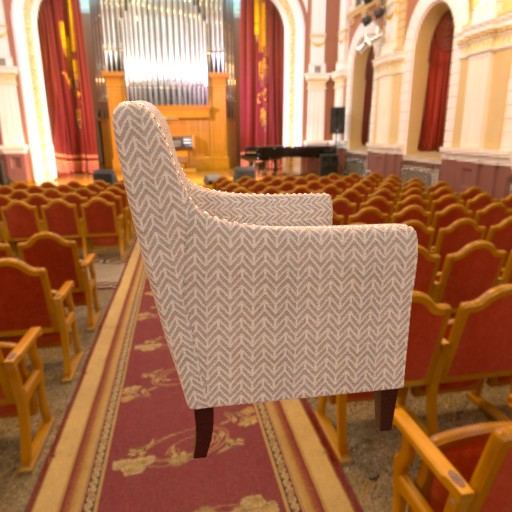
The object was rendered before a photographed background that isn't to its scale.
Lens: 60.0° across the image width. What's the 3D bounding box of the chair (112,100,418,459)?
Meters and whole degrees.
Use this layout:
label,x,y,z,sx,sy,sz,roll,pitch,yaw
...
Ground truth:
label,x,y,z,sx,sy,sz,roll,pitch,yaw
chair,0.000,0.000,1.262,0.651,0.816,0.623,-3,16,-10
